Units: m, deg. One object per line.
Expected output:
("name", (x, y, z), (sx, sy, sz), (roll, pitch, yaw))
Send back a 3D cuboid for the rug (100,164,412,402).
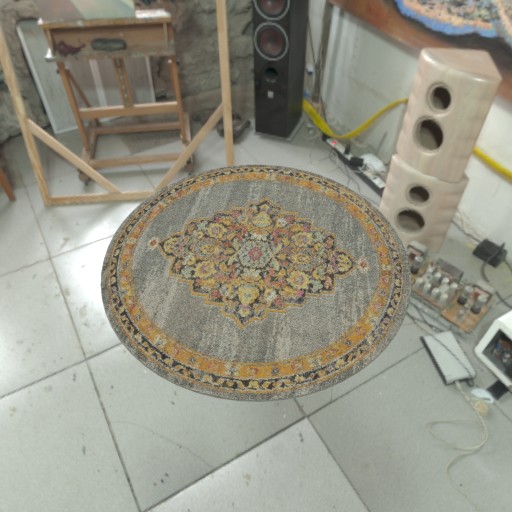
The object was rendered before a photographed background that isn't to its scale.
("rug", (0.000, 0.000, 3.485), (2.382, 0.014, 2.382), (0, 48, 0))
